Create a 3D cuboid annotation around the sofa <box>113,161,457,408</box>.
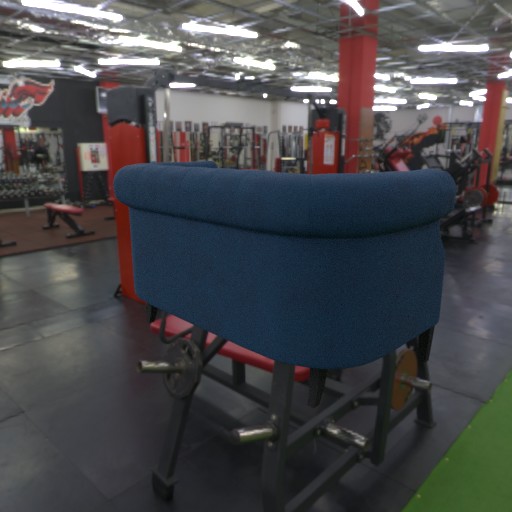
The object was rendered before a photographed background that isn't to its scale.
[{"bbox_3d":[0.000,0.000,2.048,0.835,0.827,1.558,-13,19,-43],"label":"sofa"}]
